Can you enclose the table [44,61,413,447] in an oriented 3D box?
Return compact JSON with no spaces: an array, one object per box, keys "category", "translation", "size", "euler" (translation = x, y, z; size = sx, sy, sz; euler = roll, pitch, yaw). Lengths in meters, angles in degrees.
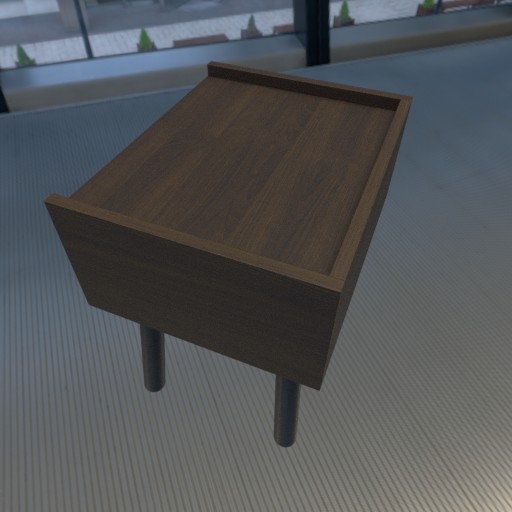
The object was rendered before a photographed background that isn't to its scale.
[{"category":"table","translation":[0.000,0.000,0.800],"size":[0.370,0.470,0.450],"euler":[17,48,16]}]
